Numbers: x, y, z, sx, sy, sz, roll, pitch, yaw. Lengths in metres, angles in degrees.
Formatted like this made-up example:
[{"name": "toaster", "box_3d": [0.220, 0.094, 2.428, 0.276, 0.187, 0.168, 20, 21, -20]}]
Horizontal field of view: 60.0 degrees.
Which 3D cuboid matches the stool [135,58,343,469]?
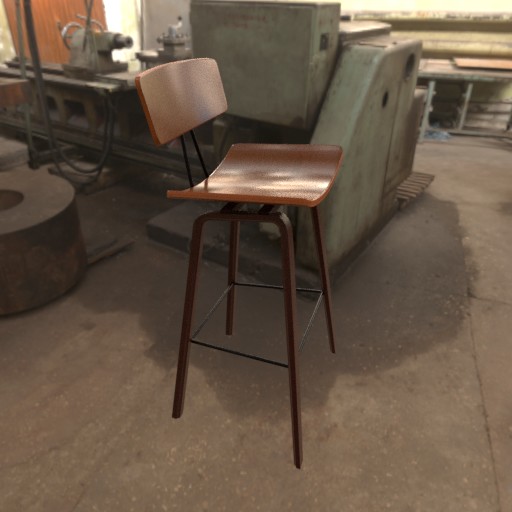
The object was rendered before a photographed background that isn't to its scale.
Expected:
[{"name": "stool", "box_3d": [0.000, 0.000, 1.227, 0.440, 0.969, 0.509, 10, 32, 17]}]
